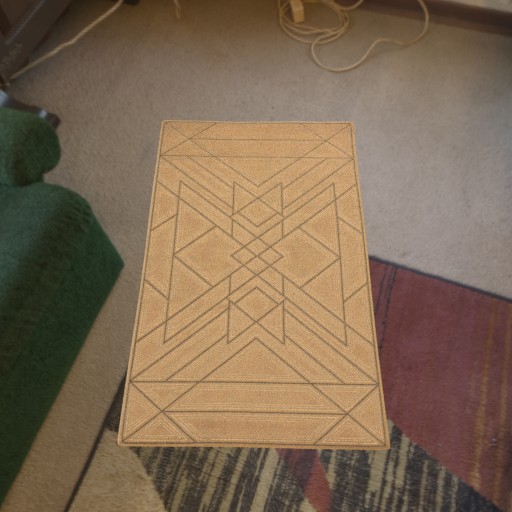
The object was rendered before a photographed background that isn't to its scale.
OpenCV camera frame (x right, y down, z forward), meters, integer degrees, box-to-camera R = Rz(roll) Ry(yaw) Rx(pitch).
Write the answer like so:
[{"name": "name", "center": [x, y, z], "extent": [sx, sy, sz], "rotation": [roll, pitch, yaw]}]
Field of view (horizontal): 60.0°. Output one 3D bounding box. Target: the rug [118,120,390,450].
[{"name": "rug", "center": [0.000, 0.000, 3.090], "extent": [1.575, 0.023, 2.459], "rotation": [1, 64, 0]}]
